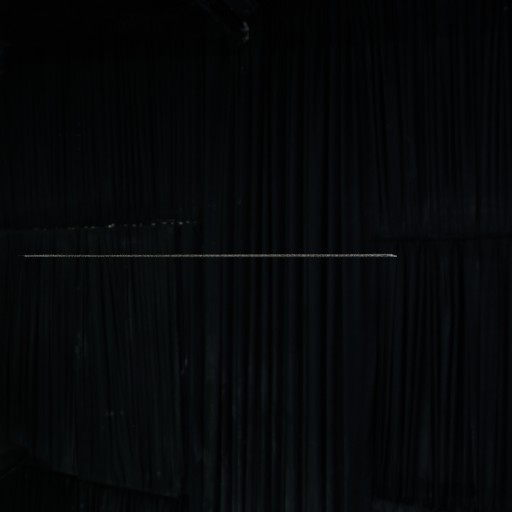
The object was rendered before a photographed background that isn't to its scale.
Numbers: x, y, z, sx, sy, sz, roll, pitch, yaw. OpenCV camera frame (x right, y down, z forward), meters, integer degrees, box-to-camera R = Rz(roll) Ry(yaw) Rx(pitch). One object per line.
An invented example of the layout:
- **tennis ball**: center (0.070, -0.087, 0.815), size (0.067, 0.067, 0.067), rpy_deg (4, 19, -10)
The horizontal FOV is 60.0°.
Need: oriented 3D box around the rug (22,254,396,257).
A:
- **rug**: center (0.000, 0.000, 3.925), size (2.371, 0.012, 3.000), rpy_deg (0, 0, 18)
